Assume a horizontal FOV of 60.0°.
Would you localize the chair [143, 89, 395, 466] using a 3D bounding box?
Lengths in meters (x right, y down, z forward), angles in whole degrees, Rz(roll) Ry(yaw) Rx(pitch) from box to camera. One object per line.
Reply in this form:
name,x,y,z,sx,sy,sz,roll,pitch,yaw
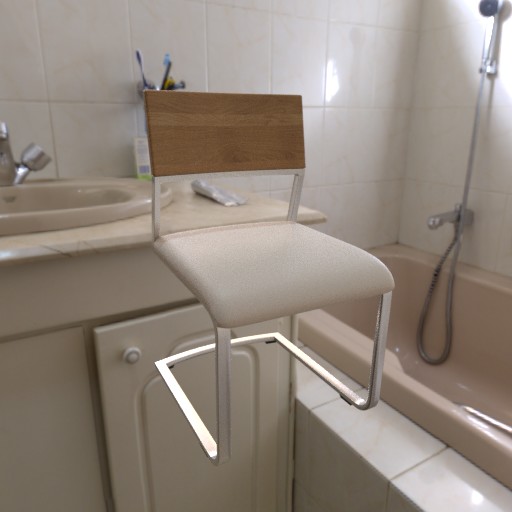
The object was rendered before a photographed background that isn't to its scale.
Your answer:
chair,0.000,0.000,1.191,0.467,0.844,0.585,-9,19,-27
